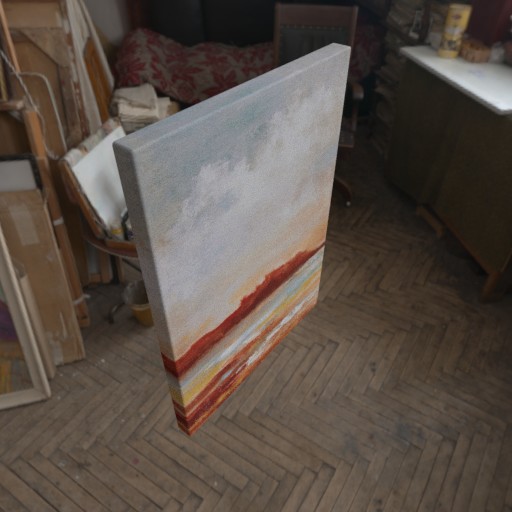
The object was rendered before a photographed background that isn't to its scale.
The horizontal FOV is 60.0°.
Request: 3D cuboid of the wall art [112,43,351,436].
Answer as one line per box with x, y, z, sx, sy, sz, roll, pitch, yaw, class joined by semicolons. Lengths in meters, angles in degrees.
0.000;0.000;0.784;0.035;0.605;0.443;28;49;28;wall art
